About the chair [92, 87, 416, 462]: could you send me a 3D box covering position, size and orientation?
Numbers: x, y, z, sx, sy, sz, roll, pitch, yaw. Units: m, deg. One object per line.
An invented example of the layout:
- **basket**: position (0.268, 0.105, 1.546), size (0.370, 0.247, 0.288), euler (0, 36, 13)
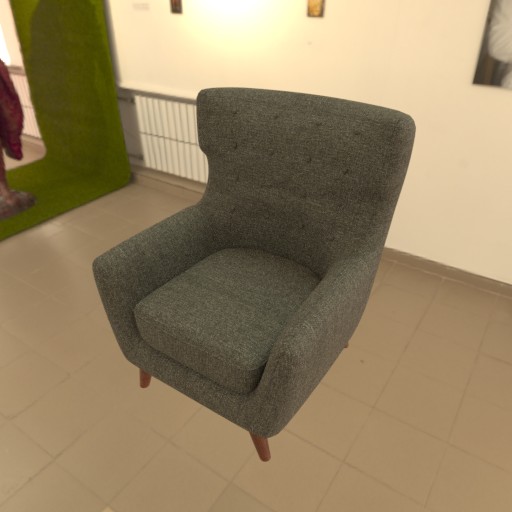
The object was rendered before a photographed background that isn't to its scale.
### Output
- **chair**: position (0.000, 0.000, 1.705), size (0.878, 1.063, 0.904), euler (19, 37, 28)
